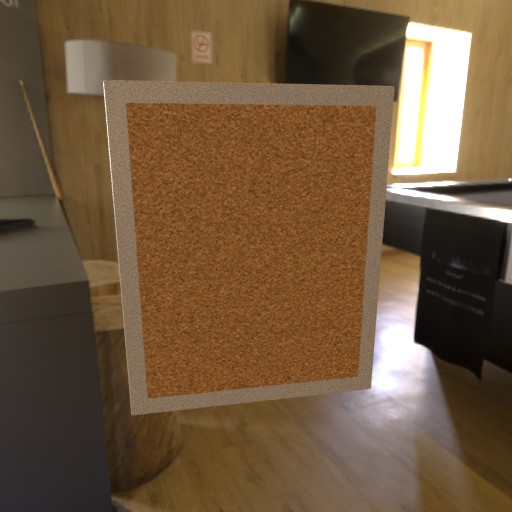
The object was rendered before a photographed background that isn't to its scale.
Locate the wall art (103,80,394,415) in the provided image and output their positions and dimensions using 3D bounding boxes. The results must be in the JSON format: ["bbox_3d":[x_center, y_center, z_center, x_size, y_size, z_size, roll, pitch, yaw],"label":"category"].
[{"bbox_3d":[0.000,0.000,0.766,0.454,0.556,0.028,-3,16,-10],"label":"wall art"}]
